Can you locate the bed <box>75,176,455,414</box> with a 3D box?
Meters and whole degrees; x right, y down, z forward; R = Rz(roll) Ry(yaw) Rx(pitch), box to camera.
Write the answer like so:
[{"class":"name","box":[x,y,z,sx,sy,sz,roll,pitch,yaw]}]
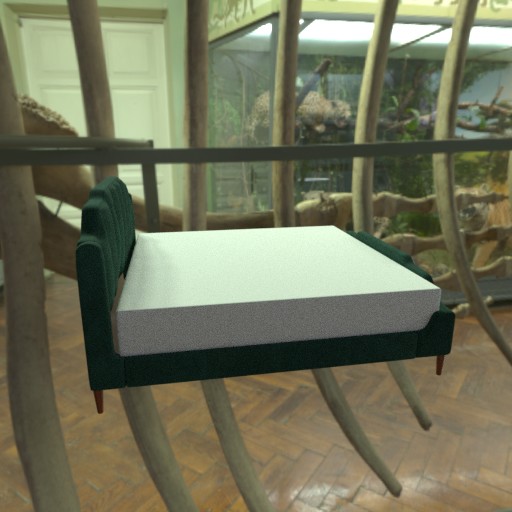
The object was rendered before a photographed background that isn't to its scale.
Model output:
[{"class":"bed","box":[0.000,0.000,3.608,2.340,1.245,2.074,-3,16,-10]}]
